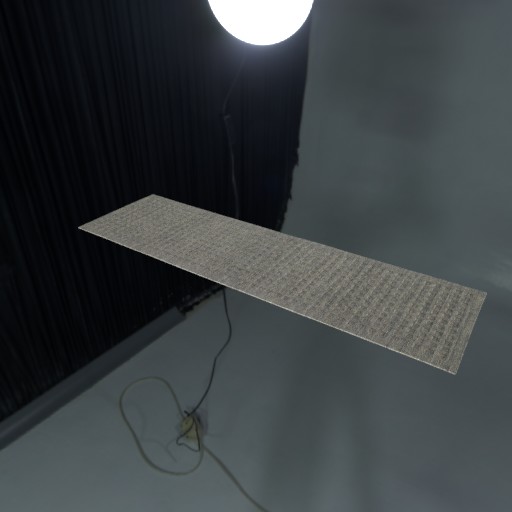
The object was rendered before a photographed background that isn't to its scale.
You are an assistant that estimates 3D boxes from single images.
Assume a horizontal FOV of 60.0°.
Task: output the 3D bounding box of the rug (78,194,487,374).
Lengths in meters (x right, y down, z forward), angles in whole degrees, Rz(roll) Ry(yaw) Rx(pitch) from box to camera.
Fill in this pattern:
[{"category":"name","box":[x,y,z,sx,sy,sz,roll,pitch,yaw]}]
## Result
[{"category":"rug","box":[0.000,0.000,2.659,2.443,0.009,0.706,19,35,29]}]
